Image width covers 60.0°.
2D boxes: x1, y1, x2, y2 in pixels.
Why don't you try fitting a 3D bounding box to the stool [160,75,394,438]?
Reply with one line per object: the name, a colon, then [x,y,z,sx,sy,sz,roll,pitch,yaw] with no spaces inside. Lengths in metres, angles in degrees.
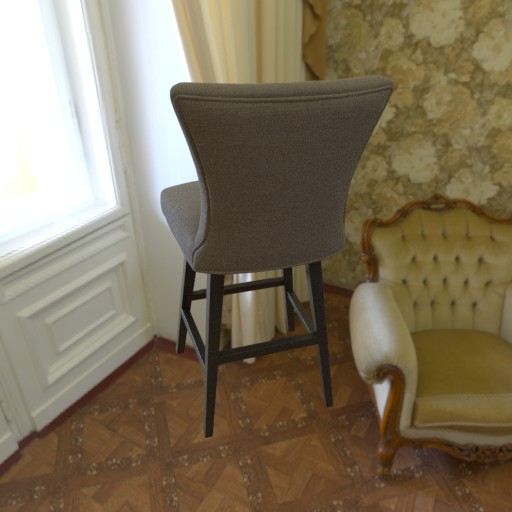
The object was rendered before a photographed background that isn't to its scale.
stool: [0.000,0.000,1.389,0.514,1.086,0.574,-8,29,-15]
